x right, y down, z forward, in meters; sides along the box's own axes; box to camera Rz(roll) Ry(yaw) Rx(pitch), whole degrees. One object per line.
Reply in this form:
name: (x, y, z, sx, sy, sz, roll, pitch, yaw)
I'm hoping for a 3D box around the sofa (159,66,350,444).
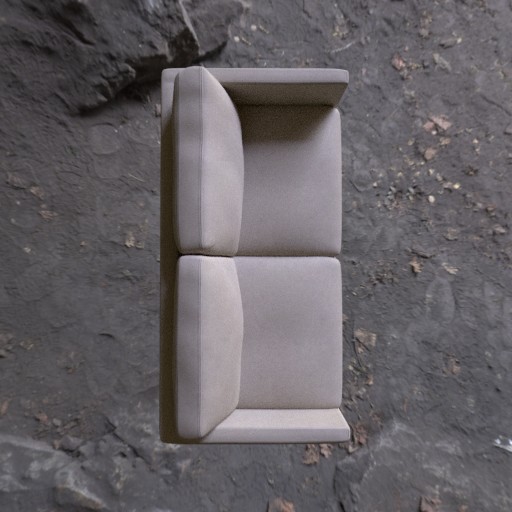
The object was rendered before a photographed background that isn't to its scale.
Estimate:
sofa: (0.000, 0.000, 2.406, 0.950, 0.940, 1.846, 0, 89, 0)
